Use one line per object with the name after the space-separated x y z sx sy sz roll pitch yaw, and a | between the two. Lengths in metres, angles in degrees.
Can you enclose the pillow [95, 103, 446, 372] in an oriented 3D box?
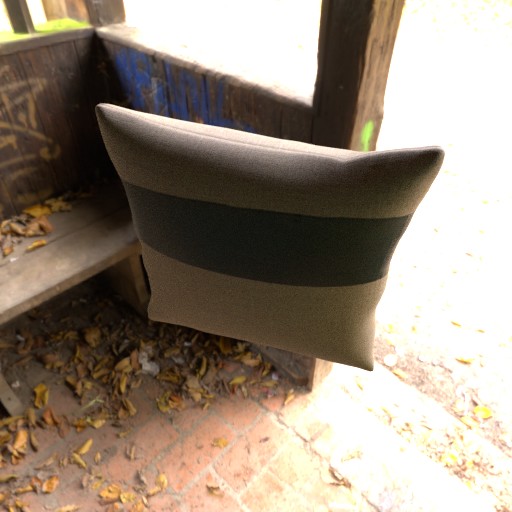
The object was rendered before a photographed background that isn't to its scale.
0.000 0.000 0.635 0.414 0.399 0.173 11 42 12 | pillow
